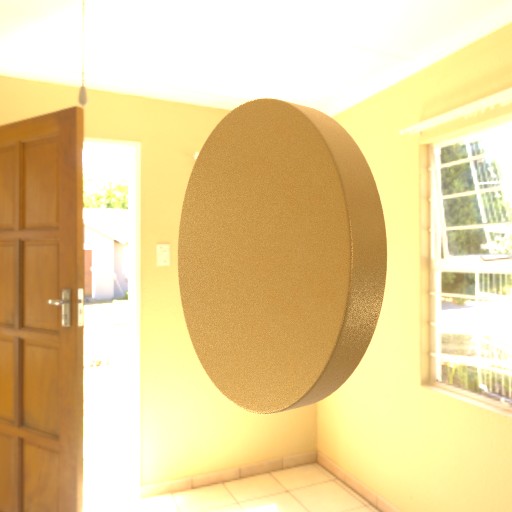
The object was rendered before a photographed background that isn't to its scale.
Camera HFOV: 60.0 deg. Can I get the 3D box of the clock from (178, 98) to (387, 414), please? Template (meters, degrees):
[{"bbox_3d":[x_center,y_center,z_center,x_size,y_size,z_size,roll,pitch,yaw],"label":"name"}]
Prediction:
[{"bbox_3d":[0.000,0.000,0.468,0.040,0.314,0.314,0,-1,-34],"label":"clock"}]
